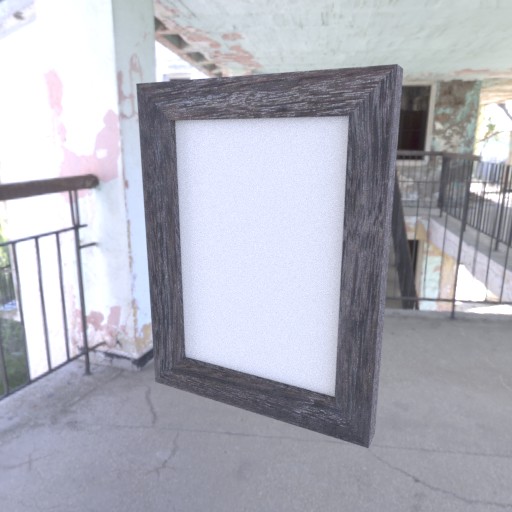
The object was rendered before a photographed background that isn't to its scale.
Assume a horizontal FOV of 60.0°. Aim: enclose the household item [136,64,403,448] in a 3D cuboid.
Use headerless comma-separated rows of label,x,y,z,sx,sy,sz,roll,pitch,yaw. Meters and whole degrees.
household item,0.000,0.000,0.279,0.160,0.210,0.020,8,16,27
